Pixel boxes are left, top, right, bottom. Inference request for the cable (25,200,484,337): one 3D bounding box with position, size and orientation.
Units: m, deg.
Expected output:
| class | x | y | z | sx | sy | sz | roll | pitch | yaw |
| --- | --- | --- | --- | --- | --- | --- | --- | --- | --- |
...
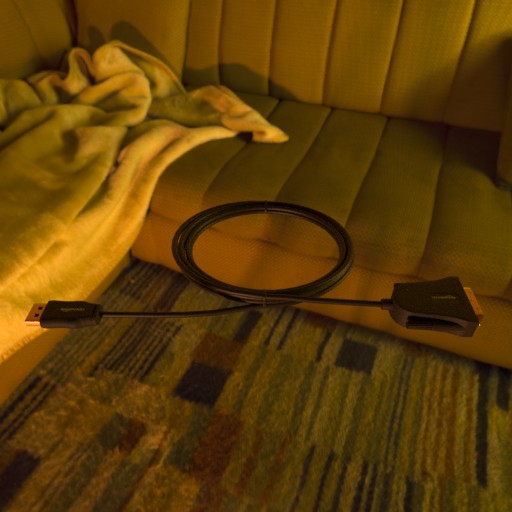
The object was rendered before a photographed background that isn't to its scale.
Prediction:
| class | x | y | z | sx | sy | sz | roll | pitch | yaw |
| --- | --- | --- | --- | --- | --- | --- | --- | --- | --- |
| cable | 0.000 | 0.000 | 0.321 | 0.281 | 0.015 | 0.136 | 1 | 41 | 1 |
